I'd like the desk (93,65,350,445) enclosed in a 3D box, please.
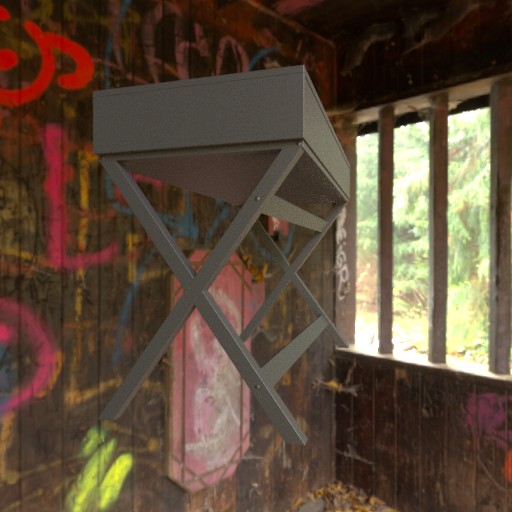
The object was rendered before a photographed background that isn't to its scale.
[{"bbox_3d":[0.000,0.000,1.482,0.525,0.780,1.057,0,0,17],"label":"desk"}]
